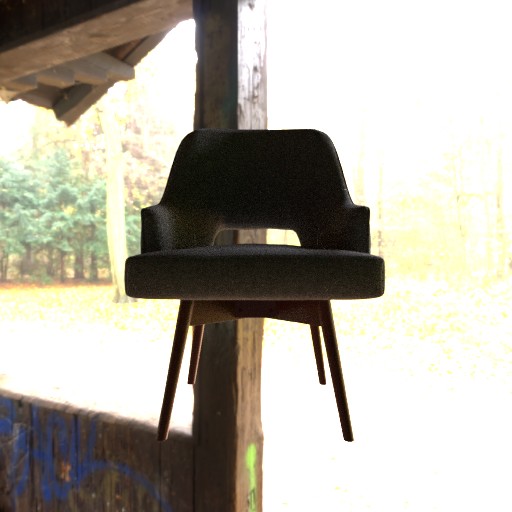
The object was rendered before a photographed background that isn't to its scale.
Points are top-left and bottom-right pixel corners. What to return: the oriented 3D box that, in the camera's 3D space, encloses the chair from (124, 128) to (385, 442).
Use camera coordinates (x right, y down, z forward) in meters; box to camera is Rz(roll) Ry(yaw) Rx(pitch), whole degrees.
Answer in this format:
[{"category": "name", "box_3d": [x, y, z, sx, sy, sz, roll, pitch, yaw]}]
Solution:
[{"category": "chair", "box_3d": [0.000, 0.000, 1.275, 0.608, 0.875, 0.629, 0, 1, 1]}]
